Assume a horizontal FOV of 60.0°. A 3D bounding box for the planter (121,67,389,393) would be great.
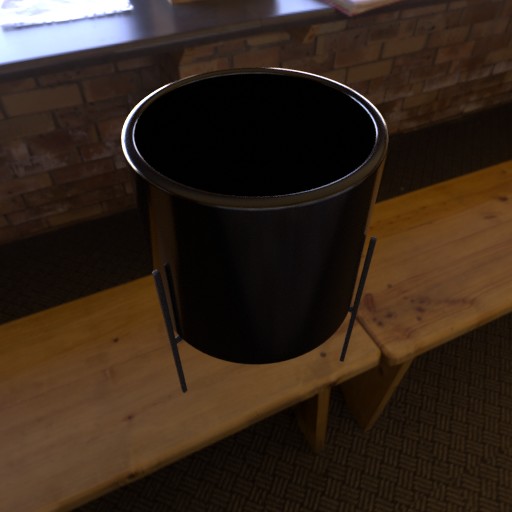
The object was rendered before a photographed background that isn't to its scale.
[{"bbox_3d":[0.000,0.000,0.654,0.310,0.432,0.310,25,51,22],"label":"planter"}]
